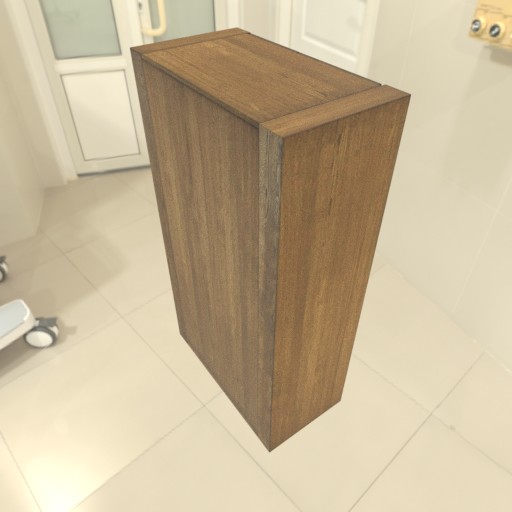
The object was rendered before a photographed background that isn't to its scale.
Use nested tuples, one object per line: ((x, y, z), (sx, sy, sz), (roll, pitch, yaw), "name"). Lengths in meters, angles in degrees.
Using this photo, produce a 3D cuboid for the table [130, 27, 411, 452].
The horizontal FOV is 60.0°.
((0.000, 0.000, 2.432), (0.600, 2.000, 1.100), (-25, 47, -26), "table")
